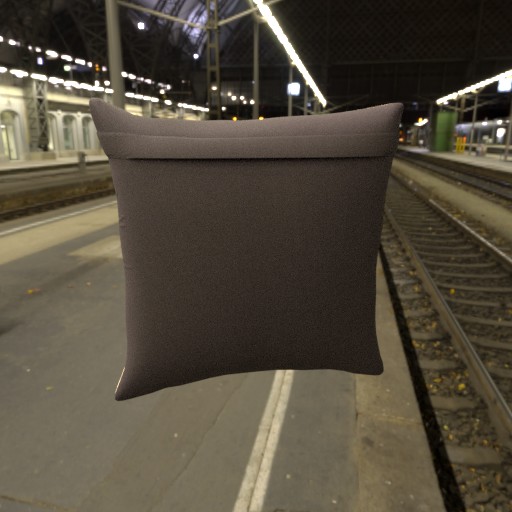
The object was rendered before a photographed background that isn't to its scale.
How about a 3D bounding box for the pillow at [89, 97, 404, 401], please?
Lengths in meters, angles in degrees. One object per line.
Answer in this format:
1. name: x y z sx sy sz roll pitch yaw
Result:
1. pillow: 0.000 0.000 0.610 0.405 0.406 0.173 -3 15 -10
